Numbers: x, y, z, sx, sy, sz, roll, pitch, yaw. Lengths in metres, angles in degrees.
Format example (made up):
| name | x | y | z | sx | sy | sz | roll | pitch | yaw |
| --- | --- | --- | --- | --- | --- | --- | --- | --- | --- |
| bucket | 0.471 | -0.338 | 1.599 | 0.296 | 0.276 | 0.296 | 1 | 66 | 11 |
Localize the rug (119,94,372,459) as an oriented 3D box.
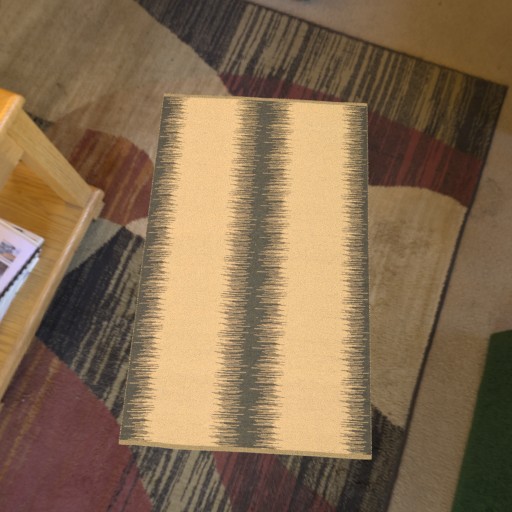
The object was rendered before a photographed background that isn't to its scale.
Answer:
| name | x | y | z | sx | sy | sz | roll | pitch | yaw |
| --- | --- | --- | --- | --- | --- | --- | --- | --- | --- |
| rug | 0.000 | 0.000 | 2.982 | 1.519 | 0.003 | 2.453 | 3 | 75 | 1 |
